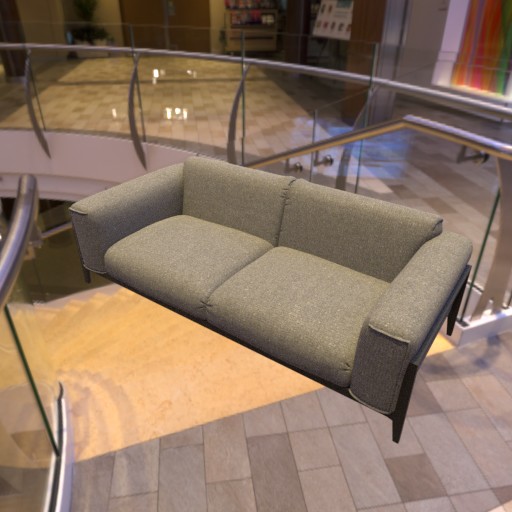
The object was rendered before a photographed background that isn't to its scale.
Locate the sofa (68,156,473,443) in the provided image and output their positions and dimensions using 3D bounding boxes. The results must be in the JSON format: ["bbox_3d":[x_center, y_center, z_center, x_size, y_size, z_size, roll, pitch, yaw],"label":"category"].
[{"bbox_3d":[0.000,0.000,2.558,2.125,0.703,0.985,20,36,30],"label":"sofa"}]
